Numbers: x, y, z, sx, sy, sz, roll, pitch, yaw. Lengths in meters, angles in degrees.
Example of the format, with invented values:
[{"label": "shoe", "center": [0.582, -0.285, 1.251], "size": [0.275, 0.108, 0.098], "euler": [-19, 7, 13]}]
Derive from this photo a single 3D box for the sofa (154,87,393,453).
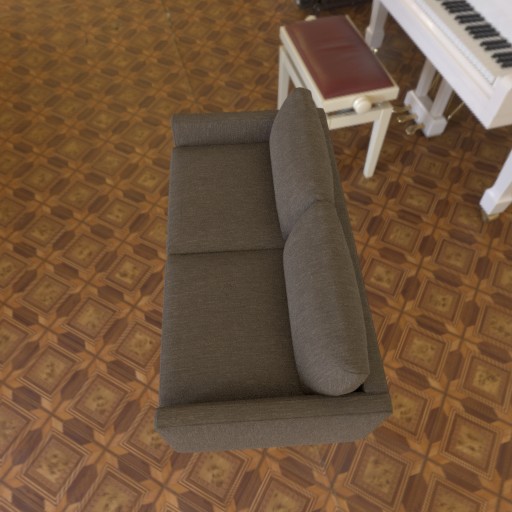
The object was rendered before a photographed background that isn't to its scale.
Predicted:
[{"label": "sofa", "center": [0.000, 0.000, 2.165], "size": [0.875, 0.840, 1.682], "euler": [-3, 57, -2]}]
